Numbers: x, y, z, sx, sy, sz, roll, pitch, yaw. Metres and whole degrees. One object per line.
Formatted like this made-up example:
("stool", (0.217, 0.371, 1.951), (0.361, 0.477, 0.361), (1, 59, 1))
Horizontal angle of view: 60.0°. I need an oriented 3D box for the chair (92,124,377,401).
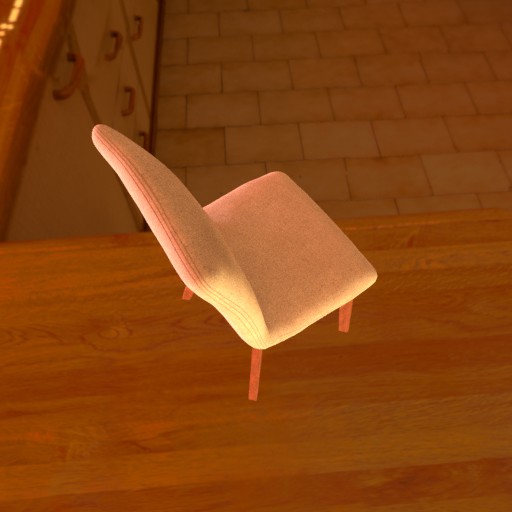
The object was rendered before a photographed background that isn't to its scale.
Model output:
("chair", (0.000, 0.000, 1.312), (0.563, 0.974, 0.522), (-31, 64, -17))
